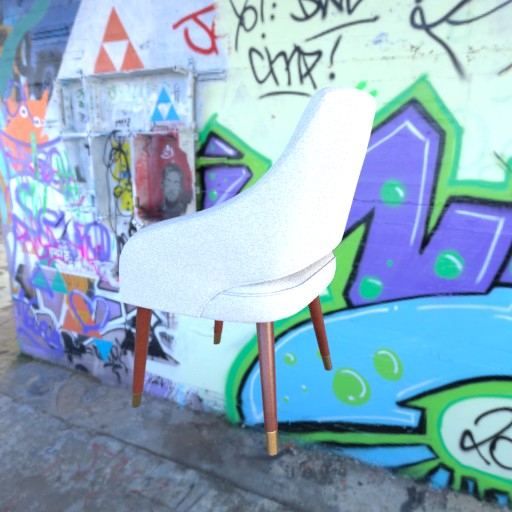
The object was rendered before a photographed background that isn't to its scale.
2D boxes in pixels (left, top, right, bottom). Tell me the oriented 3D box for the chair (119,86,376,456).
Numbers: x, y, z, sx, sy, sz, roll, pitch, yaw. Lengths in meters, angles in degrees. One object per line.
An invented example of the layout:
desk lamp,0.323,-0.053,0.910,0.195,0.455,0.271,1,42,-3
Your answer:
chair,0.000,0.000,1.304,0.600,0.889,0.609,7,17,25
